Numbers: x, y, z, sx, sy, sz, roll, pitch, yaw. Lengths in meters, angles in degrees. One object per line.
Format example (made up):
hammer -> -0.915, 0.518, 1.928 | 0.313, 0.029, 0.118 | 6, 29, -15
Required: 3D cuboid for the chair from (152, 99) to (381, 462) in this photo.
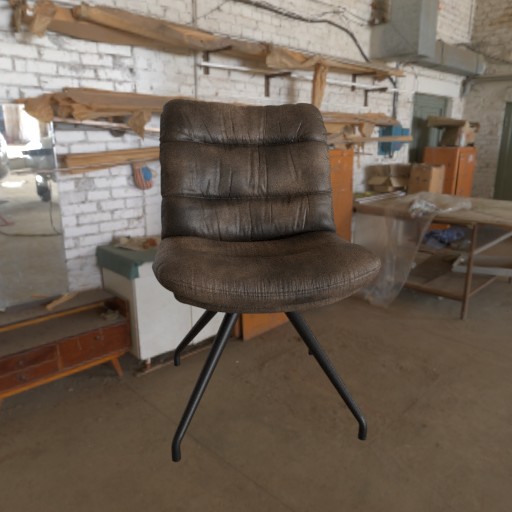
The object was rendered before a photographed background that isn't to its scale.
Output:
chair -> 0.000, 0.000, 1.245 | 0.549, 0.870, 0.622 | -3, 15, -9
